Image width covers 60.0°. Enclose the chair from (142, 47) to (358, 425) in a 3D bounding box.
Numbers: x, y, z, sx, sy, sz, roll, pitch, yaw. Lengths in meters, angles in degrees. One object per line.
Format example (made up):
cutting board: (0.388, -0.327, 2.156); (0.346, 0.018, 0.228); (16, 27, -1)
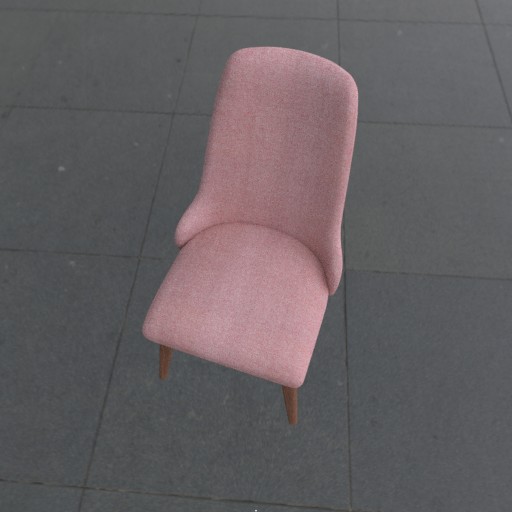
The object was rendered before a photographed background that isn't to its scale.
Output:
chair: (0.000, 0.000, 1.341); (0.535, 0.918, 0.707); (17, 62, 9)
